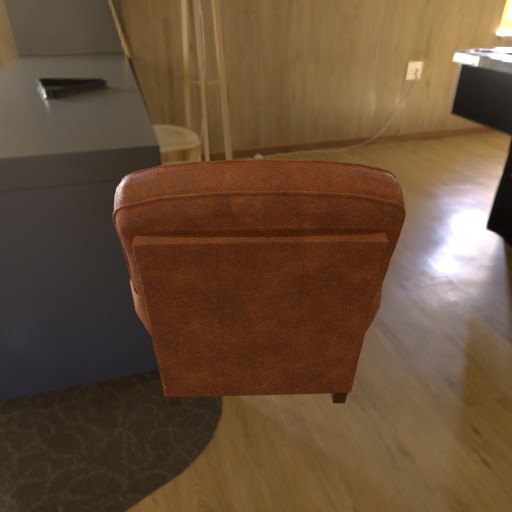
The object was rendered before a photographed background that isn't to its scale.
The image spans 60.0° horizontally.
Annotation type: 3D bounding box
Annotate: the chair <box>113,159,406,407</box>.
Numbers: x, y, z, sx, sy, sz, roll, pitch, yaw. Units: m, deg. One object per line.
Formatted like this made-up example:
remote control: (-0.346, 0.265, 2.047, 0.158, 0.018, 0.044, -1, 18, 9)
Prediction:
chair: (0.000, 0.000, 1.758, 0.936, 1.018, 0.986, -1, 32, -1)
